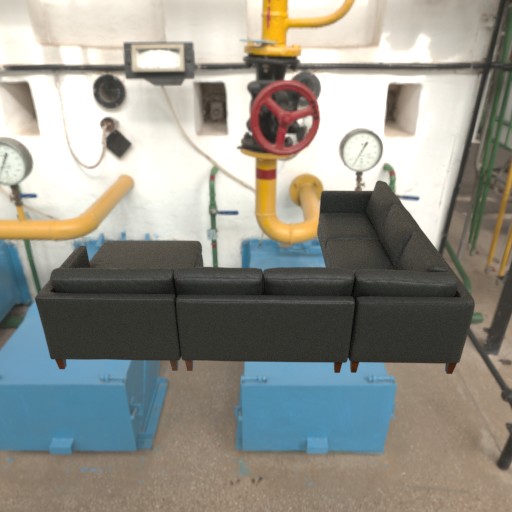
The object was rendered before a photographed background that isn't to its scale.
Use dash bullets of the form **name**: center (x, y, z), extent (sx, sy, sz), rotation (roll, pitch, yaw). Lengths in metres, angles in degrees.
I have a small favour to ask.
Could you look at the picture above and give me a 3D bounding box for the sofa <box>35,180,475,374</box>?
- **sofa**: center (0.000, 0.000, 4.663), extent (3.460, 0.923, 2.593), rotation (0, 28, 1)
